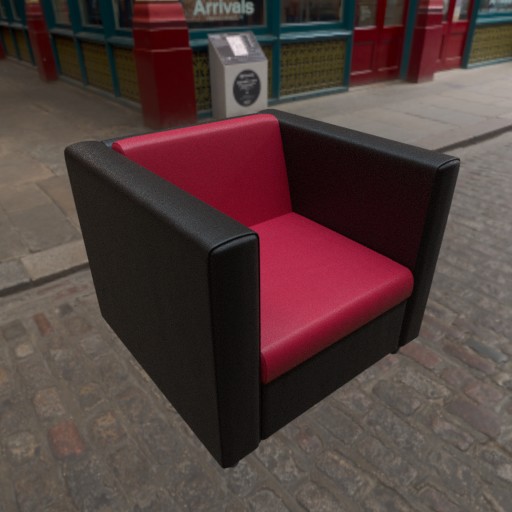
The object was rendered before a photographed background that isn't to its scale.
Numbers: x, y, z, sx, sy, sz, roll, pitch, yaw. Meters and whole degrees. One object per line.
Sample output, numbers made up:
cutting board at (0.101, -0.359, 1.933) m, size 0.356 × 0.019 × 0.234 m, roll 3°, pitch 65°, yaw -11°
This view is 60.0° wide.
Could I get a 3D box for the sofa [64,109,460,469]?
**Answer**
sofa at (0.000, 0.000, 1.435) m, size 0.839 × 0.724 × 0.809 m, roll -22°, pitch 37°, yaw -32°
